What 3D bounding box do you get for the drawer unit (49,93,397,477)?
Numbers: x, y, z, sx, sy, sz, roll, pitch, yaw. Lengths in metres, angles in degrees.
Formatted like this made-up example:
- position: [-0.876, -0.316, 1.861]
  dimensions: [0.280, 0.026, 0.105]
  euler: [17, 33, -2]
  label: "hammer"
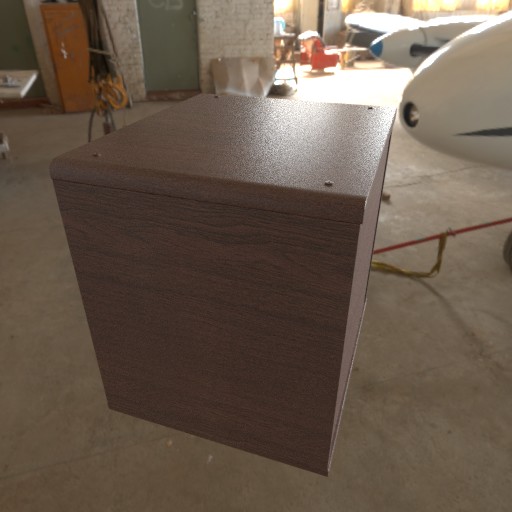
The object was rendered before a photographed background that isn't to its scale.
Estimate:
- position: [0.000, 0.000, 0.594]
  dimensions: [0.290, 0.344, 0.344]
  euler: [10, 32, 16]
  label: "drawer unit"
